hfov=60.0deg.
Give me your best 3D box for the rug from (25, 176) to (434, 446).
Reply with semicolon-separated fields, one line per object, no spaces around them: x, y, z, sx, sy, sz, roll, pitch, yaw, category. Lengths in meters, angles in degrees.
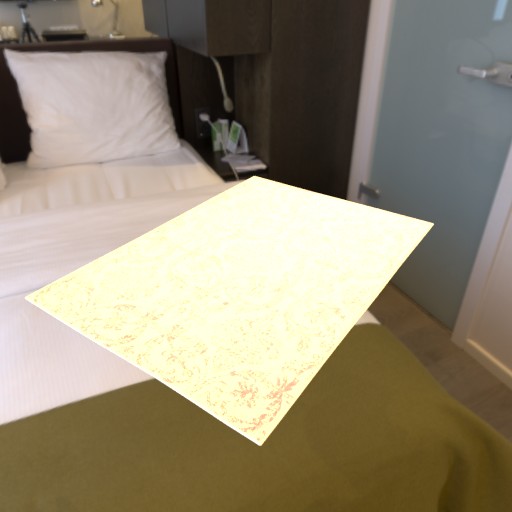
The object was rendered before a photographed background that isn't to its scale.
0.000;0.000;2.834;1.598;0.014;2.202;20;37;29;rug
